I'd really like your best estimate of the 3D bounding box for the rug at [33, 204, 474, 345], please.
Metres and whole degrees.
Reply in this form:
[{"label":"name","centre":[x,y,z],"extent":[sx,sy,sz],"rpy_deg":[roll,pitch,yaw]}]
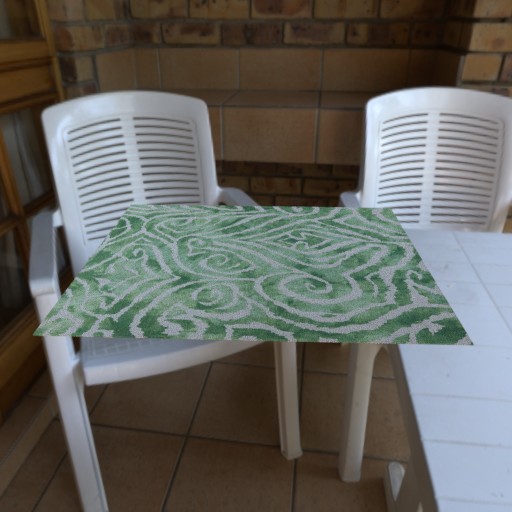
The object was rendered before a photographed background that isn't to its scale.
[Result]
[{"label":"rug","centre":[0.000,0.000,4.124],"extent":[3.045,0.007,2.436],"rpy_deg":[1,28,2]}]
